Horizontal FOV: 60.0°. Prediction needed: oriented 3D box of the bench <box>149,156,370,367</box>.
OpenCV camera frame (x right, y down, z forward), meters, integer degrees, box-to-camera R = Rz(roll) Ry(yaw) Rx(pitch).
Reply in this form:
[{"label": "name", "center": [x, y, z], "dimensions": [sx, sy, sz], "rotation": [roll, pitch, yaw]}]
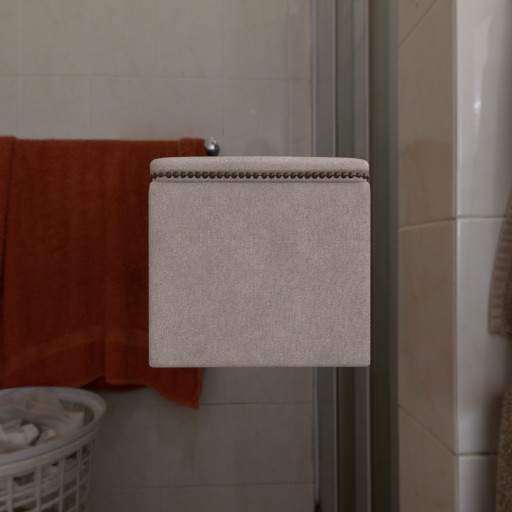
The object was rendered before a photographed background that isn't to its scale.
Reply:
[{"label": "bench", "center": [0.000, 0.000, 1.639], "dimensions": [0.470, 0.447, 1.482], "rotation": [0, 1, -1]}]
